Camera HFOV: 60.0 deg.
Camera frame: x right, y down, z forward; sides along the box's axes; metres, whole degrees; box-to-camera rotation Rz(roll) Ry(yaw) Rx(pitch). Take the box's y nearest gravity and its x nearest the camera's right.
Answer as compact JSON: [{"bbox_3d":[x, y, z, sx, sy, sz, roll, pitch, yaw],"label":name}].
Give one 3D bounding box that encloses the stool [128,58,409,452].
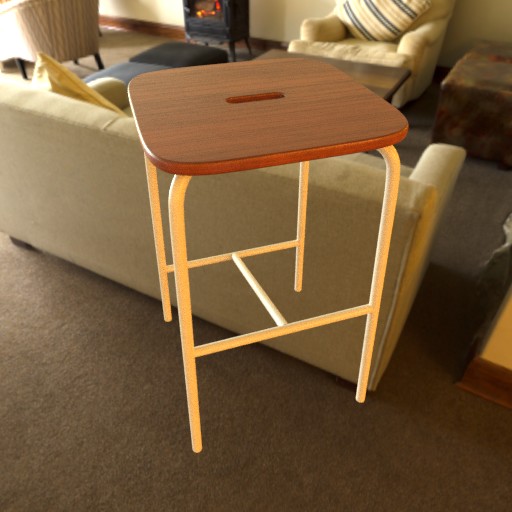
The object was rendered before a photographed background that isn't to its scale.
[{"bbox_3d":[0.000,0.000,0.852,0.376,0.610,0.376,-12,41,-14],"label":"stool"}]
